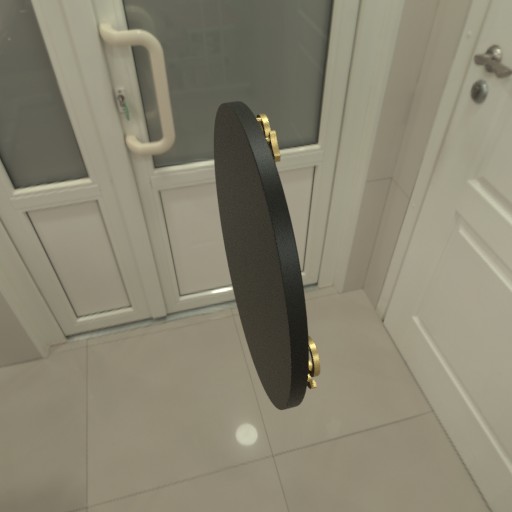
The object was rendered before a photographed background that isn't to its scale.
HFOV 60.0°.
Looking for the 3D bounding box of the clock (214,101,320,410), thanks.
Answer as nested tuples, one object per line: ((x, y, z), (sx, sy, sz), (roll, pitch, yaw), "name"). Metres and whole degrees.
((0.000, 0.000, 0.684), (0.038, 0.454, 0.454), (-11, 47, -10), "clock")
